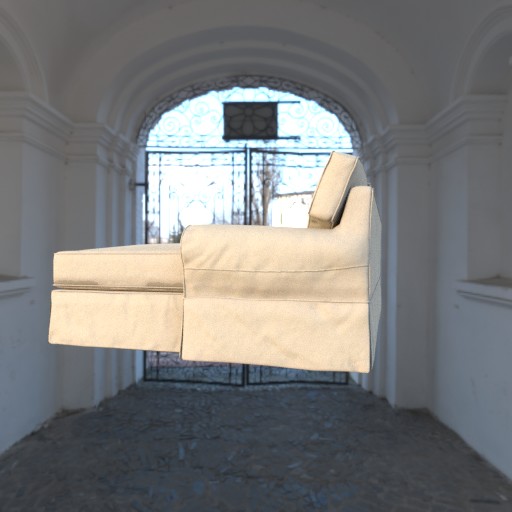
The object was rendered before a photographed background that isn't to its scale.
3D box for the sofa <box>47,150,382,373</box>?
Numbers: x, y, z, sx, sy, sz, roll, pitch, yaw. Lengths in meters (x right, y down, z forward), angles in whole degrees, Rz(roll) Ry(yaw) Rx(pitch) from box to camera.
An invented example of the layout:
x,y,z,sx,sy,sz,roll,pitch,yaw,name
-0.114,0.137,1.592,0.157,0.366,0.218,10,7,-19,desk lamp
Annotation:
x,y,z,sx,sy,sz,roll,pitch,yaw,name
0.000,0.000,3.232,1.733,0.978,2.475,0,0,17,sofa
